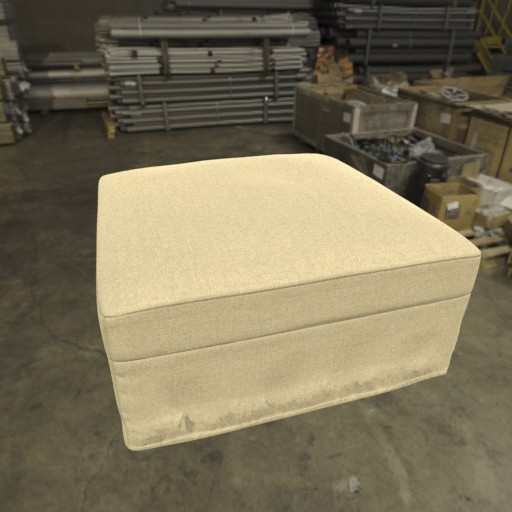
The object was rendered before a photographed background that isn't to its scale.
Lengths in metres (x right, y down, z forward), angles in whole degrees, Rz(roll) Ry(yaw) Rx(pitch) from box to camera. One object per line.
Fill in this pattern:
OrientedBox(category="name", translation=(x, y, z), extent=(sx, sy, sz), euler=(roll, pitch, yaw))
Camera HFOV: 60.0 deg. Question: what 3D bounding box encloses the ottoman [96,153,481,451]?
OrientedBox(category="ottoman", translation=(0.000, 0.000, 1.298), extent=(0.843, 0.436, 0.840), euler=(-8, 30, -15))
